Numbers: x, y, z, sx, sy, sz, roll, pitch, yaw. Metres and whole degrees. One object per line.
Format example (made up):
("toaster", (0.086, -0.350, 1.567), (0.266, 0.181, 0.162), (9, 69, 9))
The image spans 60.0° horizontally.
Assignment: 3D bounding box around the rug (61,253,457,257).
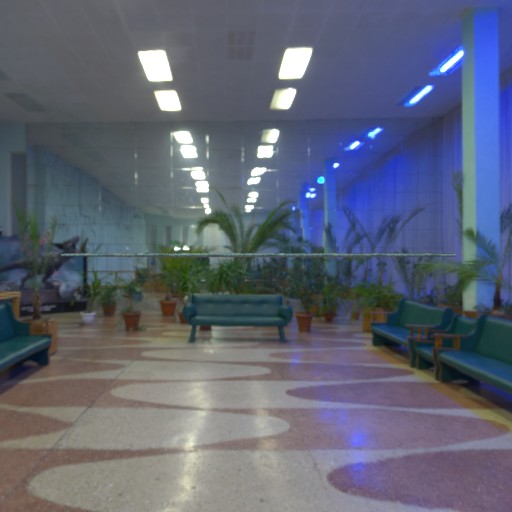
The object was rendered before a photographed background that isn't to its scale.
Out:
("rug", (0.000, 0.000, 2.853), (1.567, 0.014, 2.207), (0, 0, -1))
